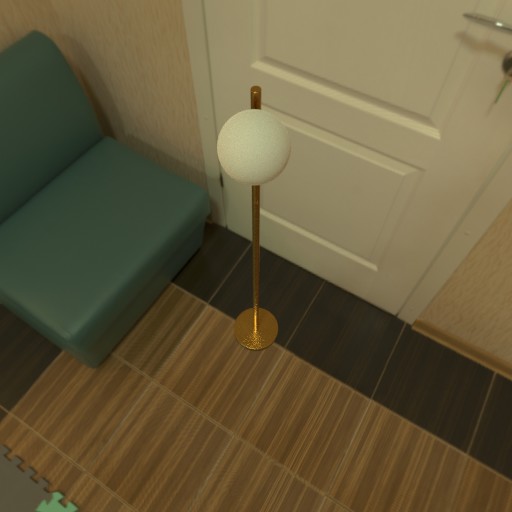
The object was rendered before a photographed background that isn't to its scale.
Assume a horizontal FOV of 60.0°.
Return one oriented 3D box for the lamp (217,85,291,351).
[{"bbox_3d":[0.000,0.000,1.820,0.249,1.641,0.419,2,59,1],"label":"lamp"}]
